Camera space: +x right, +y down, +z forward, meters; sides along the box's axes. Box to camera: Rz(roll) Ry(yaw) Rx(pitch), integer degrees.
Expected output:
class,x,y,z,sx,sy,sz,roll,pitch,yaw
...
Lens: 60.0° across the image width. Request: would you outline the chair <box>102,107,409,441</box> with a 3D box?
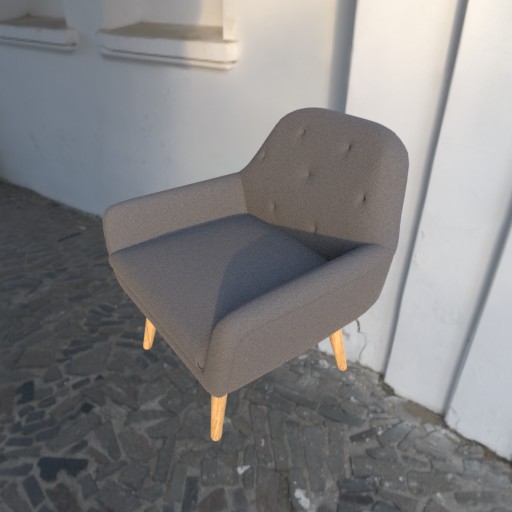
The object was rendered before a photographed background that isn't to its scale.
class,x,y,z,sx,sy,sz,roll,pitch,yaw
chair,0.000,0.000,1.438,0.779,0.800,0.770,-21,37,-30
